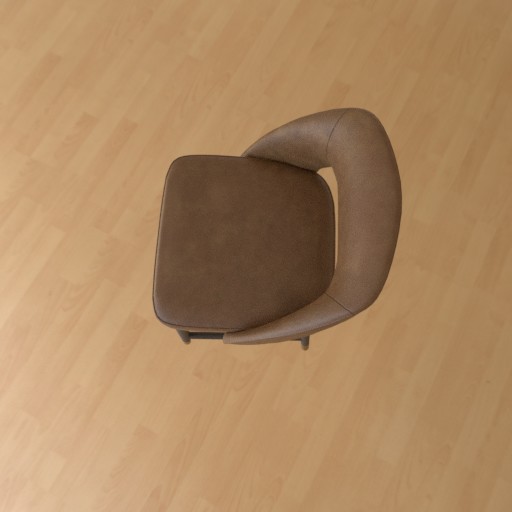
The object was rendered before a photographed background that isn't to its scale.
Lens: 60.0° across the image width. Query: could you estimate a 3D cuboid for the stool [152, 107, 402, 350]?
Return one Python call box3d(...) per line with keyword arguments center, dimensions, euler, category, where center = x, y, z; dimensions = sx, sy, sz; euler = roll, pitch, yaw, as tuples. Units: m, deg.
box3d(center=(0.000, 0.000, 1.220), dimensions=(0.509, 0.940, 0.494), euler=(3, 76, 1), category="stool")
